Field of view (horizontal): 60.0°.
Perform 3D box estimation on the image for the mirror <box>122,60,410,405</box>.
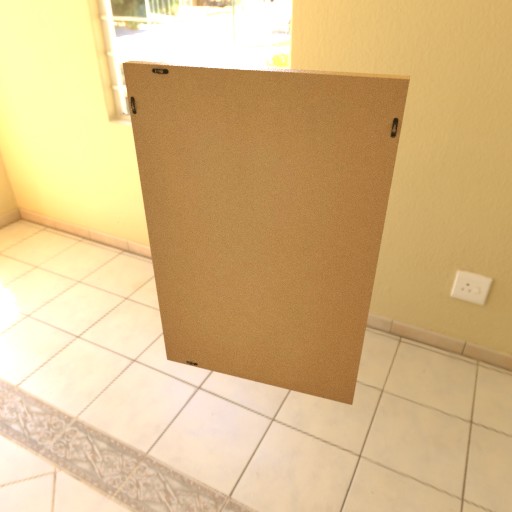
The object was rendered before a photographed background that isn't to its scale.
[{"bbox_3d":[0.000,0.000,1.159,0.609,0.915,0.040,10,34,15],"label":"mirror"}]
